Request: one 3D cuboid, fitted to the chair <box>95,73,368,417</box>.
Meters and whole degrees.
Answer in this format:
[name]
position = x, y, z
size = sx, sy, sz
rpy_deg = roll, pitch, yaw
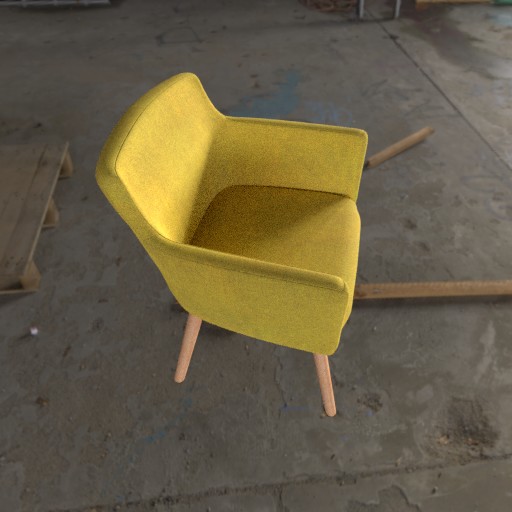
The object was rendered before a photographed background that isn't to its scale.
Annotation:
[chair]
position = 0.000, 0.000, 1.172
size = 0.570, 0.780, 0.570
rpy_deg = 10, 46, 9
